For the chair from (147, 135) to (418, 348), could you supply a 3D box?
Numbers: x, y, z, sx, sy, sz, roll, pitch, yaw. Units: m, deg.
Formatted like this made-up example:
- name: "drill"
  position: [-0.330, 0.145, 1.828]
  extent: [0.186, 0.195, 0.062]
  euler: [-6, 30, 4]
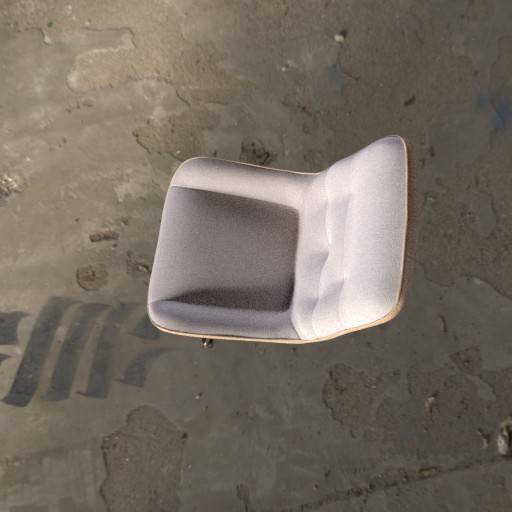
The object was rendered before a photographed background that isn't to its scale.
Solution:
- name: "chair"
  position: [0.000, 0.000, 1.353]
  extent: [0.668, 0.952, 0.564]
  euler: [7, 76, 2]
